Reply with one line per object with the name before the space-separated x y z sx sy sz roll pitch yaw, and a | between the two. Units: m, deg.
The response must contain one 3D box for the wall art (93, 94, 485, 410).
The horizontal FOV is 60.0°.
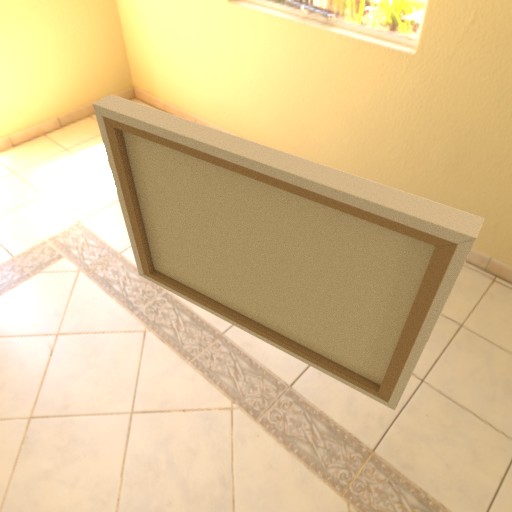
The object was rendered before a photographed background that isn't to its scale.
wall art | 0.000 0.000 0.768 0.608 0.414 0.042 24 50 22
